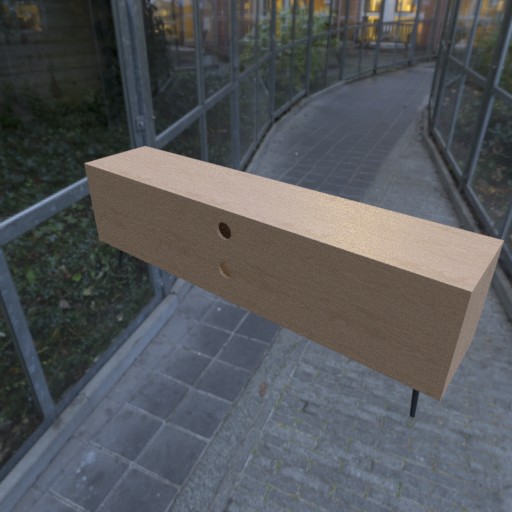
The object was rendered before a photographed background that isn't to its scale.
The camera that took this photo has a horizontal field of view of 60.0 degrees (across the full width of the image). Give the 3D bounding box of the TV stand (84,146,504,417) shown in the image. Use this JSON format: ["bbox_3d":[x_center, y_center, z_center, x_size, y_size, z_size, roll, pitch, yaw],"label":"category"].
[{"bbox_3d":[0.000,0.000,1.925,1.760,0.580,0.400,21,36,32],"label":"TV stand"}]
